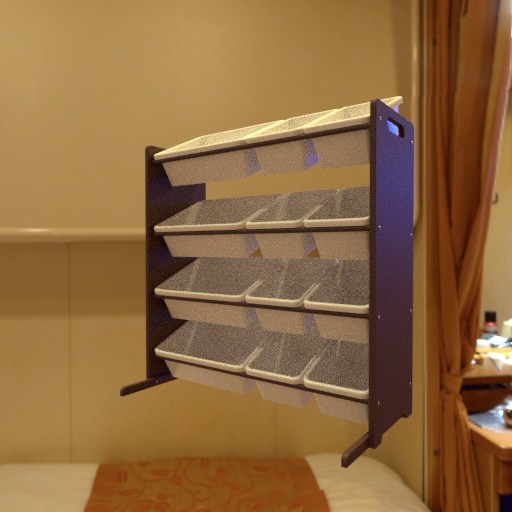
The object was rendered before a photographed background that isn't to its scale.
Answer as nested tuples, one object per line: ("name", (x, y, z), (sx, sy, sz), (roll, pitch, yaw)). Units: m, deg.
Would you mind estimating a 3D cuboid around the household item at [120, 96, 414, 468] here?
("household item", (0.000, 0.000, 1.288), (0.787, 0.864, 0.389), (1, 1, 36))
